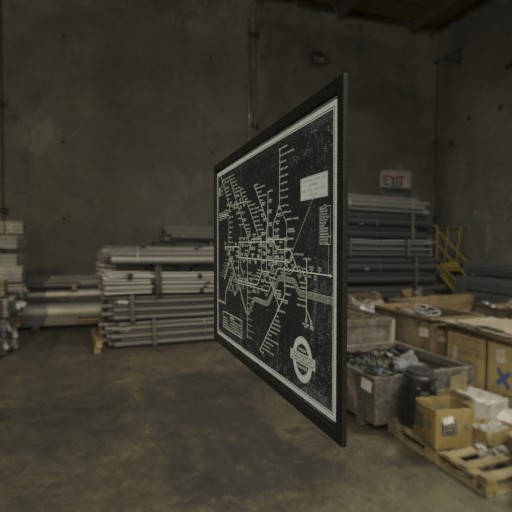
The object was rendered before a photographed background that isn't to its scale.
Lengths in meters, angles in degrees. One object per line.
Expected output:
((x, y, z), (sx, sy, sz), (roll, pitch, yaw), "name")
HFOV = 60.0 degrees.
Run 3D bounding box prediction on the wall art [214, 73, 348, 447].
((0.000, 0.000, 1.522), (0.013, 0.811, 1.192), (0, 1, -19), "wall art")
